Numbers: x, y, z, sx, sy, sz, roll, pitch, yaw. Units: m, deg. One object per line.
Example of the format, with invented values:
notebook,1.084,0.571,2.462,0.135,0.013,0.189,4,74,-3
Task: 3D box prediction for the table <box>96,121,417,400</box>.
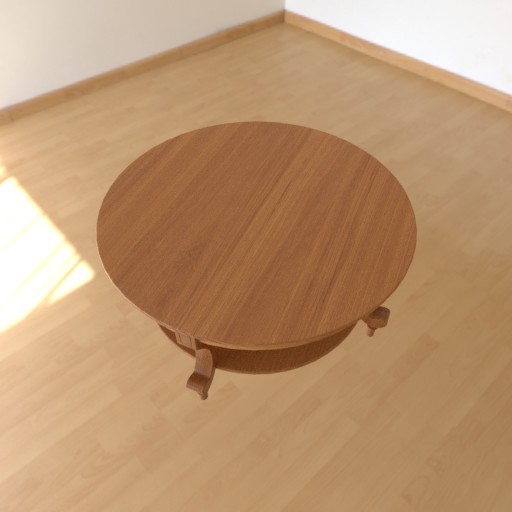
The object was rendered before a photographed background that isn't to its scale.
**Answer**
table,0.000,0.000,1.634,1.029,0.490,1.029,0,48,0
